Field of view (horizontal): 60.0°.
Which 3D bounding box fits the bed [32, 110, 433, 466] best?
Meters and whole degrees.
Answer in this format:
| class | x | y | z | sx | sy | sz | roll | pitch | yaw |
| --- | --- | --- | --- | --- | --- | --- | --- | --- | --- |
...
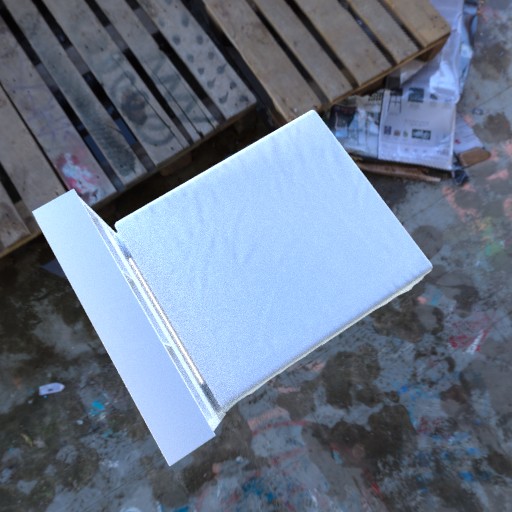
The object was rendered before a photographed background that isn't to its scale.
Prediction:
| class | x | y | z | sx | sy | sz | roll | pitch | yaw |
| --- | --- | --- | --- | --- | --- | --- | --- | --- | --- |
| bed | 0.000 | 0.000 | 3.161 | 2.133 | 1.092 | 1.671 | -32 | 78 | -8 |
